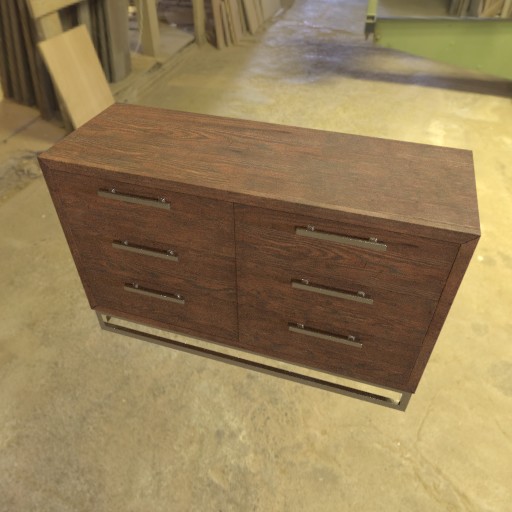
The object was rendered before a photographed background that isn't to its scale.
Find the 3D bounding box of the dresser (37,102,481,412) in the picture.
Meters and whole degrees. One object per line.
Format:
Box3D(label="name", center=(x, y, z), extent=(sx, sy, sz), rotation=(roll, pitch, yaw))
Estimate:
Box3D(label="dresser", center=(0.000, 0.000, 2.112), extent=(1.646, 1.061, 0.623), rotation=(12, 42, 13))
